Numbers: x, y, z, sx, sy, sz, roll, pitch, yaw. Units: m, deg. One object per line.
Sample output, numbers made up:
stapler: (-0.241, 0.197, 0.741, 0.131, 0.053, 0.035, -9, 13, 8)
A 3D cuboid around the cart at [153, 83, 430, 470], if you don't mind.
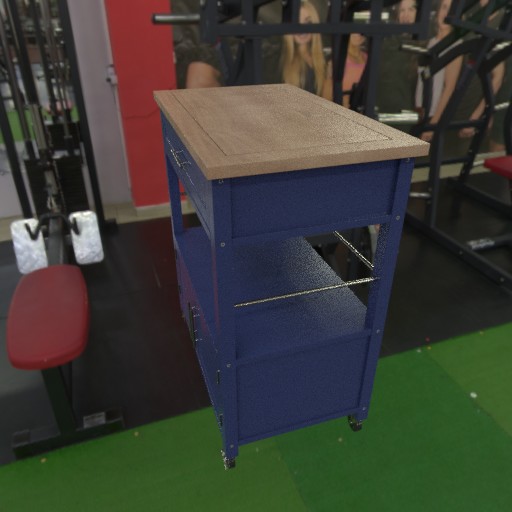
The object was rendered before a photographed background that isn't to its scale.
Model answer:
cart: (0.000, 0.000, 1.396, 0.459, 0.901, 0.840, -9, 31, -16)
